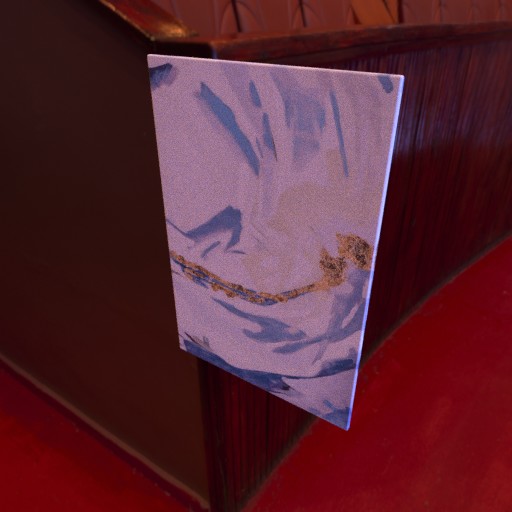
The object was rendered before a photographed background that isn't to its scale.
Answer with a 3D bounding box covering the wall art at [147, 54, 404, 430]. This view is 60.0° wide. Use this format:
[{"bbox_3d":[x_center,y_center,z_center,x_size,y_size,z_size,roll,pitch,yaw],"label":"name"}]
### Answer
[{"bbox_3d":[0.000,0.000,1.138,0.610,0.914,0.016,18,35,28],"label":"wall art"}]
